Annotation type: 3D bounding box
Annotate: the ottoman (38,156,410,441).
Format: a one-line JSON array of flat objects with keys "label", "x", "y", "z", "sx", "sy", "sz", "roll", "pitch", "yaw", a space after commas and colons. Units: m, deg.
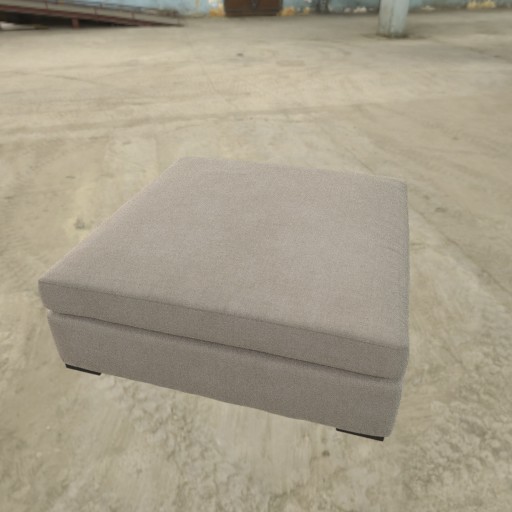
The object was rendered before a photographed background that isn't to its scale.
[{"label": "ottoman", "x": 0.000, "y": 0.000, "z": 1.818, "sx": 1.203, "sy": 0.517, "sz": 1.171, "roll": 9, "pitch": 34, "yaw": 13}]
